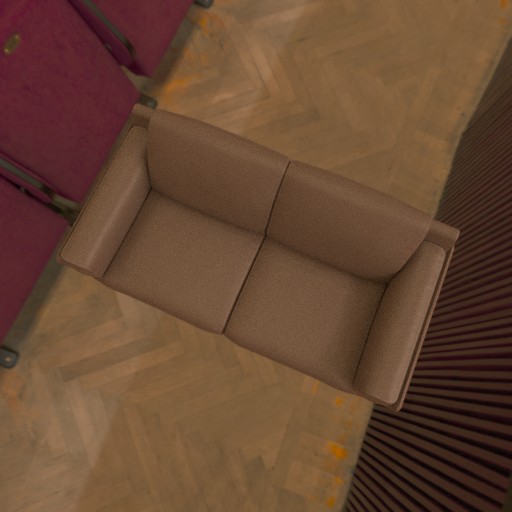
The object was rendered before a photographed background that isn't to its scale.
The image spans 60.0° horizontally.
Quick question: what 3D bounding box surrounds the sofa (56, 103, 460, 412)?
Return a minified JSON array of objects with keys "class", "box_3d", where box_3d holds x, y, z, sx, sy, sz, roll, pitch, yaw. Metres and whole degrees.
[{"class":"sofa","box_3d":[0.000,0.000,2.669,2.101,0.930,1.049,23,76,6]}]
